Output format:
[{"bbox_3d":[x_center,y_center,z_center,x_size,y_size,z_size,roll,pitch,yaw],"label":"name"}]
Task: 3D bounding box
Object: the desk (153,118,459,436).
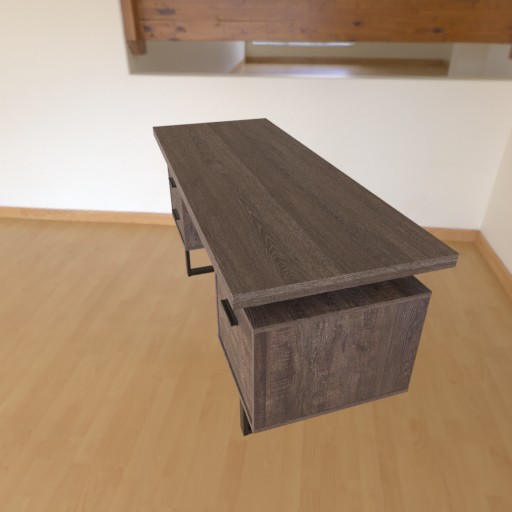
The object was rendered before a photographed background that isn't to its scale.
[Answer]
[{"bbox_3d":[0.000,0.000,1.871,0.600,0.760,1.524,-9,32,-15],"label":"desk"}]
